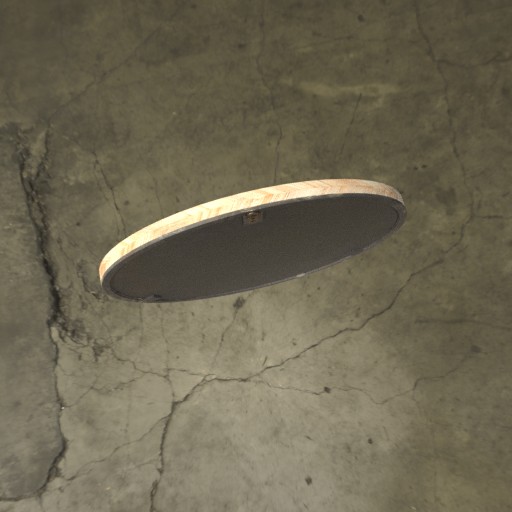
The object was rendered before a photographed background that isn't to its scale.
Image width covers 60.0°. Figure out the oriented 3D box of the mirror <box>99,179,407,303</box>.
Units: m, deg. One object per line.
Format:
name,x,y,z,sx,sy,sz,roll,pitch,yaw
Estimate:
mirror,0.000,0.000,1.064,0.710,0.710,0.038,-13,76,-3
